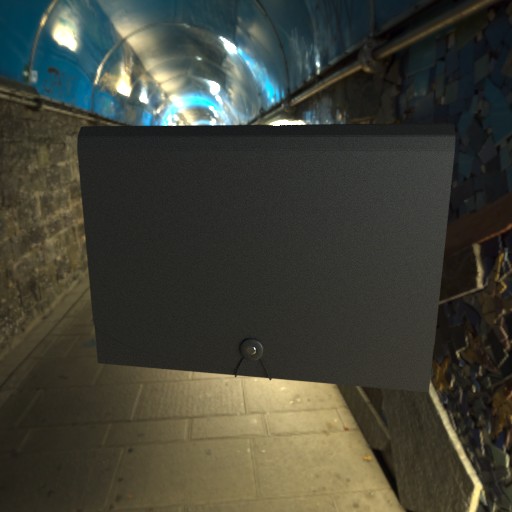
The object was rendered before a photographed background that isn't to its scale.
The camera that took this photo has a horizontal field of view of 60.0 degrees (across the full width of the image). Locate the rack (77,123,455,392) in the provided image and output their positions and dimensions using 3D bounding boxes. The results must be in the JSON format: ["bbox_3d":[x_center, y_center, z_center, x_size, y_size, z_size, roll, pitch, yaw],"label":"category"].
[{"bbox_3d":[0.000,0.000,0.424,0.330,0.241,0.041,2,14,10],"label":"rack"}]
